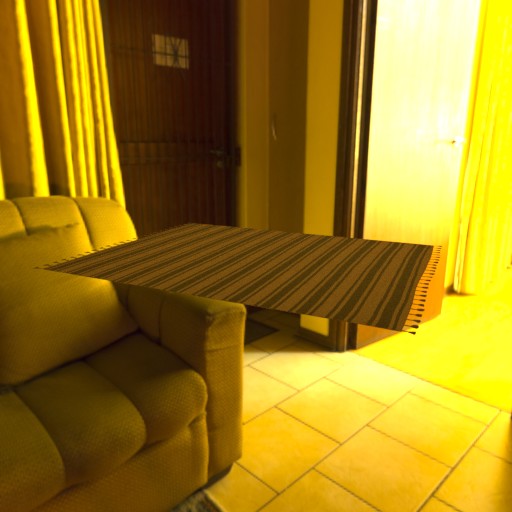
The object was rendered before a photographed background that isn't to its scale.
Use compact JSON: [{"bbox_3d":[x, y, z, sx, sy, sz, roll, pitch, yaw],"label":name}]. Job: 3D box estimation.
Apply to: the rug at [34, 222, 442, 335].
[{"bbox_3d":[0.000,0.000,4.256,3.201,0.005,2.439,7,16,25],"label":"rug"}]
